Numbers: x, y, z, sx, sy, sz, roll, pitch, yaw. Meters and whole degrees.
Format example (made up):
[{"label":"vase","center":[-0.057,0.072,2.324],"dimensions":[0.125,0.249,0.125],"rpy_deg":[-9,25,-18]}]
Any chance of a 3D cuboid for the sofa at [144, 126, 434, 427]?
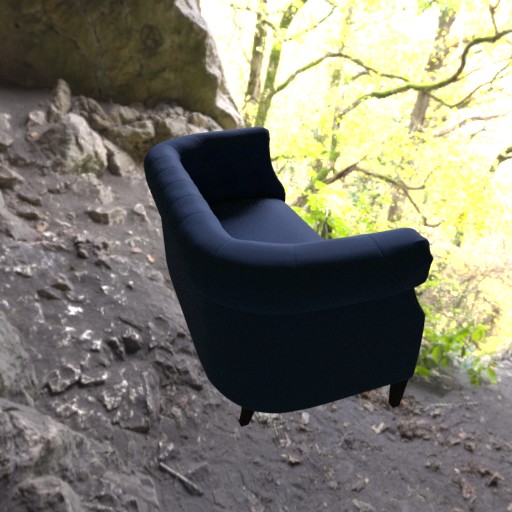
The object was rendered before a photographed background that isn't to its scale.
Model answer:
[{"label":"sofa","center":[0.000,0.000,2.062],"dimensions":[0.835,0.827,1.558],"rpy_deg":[-10,32,-17]}]
